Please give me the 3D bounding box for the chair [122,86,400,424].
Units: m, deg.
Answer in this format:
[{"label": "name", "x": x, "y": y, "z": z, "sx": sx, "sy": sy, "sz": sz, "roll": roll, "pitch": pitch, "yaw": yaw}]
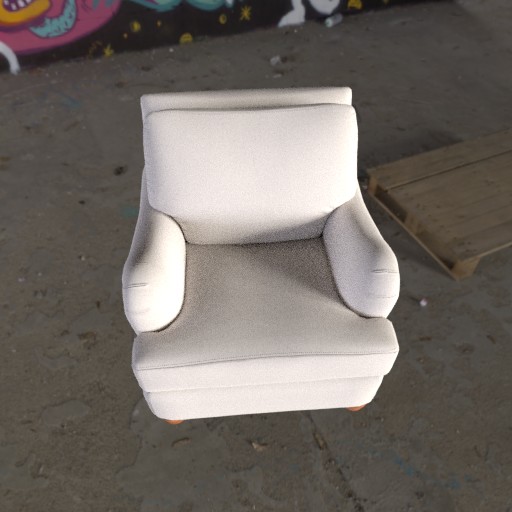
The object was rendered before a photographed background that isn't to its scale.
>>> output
[{"label": "chair", "x": 0.000, "y": 0.000, "z": 1.832, "sx": 0.955, "sy": 1.038, "sz": 1.070, "roll": -3, "pitch": 46, "yaw": -3}]
